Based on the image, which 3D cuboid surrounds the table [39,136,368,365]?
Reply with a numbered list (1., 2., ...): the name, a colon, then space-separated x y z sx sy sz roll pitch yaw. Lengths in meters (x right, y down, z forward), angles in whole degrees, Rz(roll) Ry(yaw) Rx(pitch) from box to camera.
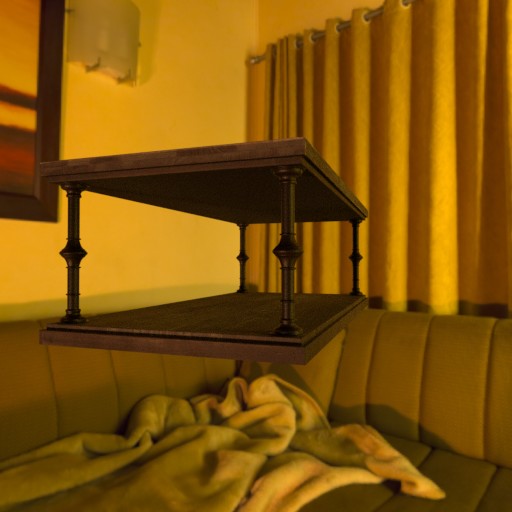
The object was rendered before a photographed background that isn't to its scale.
1. table: 0.000 0.000 1.327 0.554 0.373 1.088 0 -1 19
